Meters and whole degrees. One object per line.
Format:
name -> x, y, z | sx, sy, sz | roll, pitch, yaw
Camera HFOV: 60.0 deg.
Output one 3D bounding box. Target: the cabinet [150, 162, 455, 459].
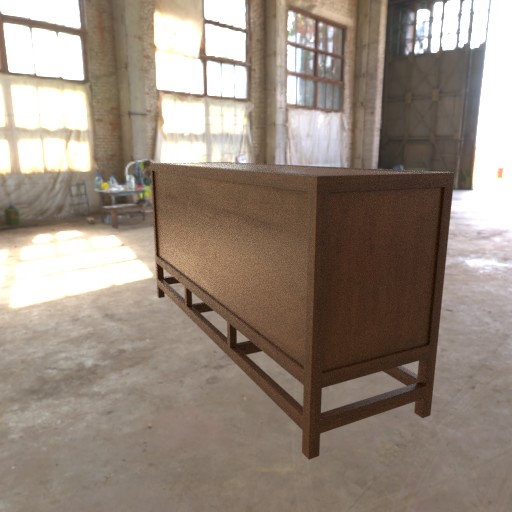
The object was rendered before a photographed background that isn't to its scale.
cabinet -> 0.000, 0.000, 2.063 | 0.522, 0.820, 1.708 | -7, 15, -26
